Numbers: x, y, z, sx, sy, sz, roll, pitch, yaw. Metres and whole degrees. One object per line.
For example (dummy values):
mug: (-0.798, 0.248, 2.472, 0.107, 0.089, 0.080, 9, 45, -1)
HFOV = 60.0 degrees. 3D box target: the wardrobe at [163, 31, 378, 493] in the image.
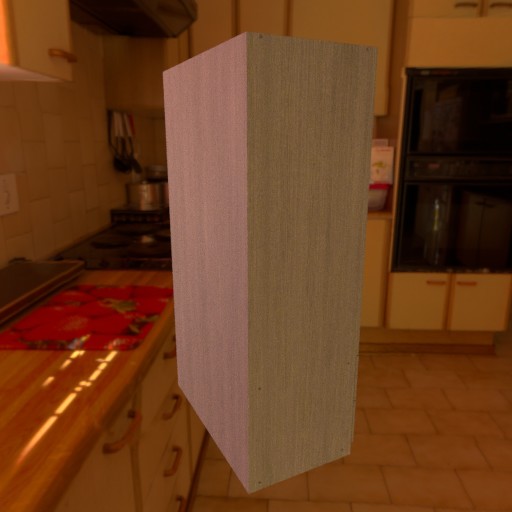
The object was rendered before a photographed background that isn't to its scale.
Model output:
wardrobe: (0.000, 0.000, 2.222, 0.577, 1.808, 0.991, -7, 16, -26)
